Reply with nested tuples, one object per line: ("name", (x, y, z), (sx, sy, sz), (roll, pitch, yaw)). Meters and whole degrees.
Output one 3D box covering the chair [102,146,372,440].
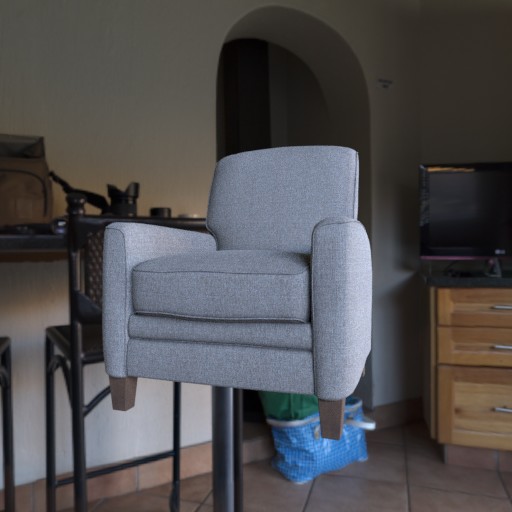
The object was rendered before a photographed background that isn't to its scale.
("chair", (0.000, 0.000, 1.689), (0.848, 1.014, 0.864), (0, 0, 19))
